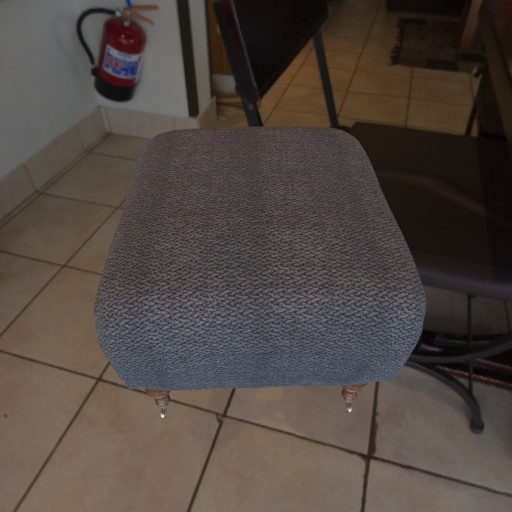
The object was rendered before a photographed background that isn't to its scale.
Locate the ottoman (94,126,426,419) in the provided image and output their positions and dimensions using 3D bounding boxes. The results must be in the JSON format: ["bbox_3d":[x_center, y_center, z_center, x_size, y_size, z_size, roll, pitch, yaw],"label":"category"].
[{"bbox_3d":[0.000,0.000,1.125,0.622,0.450,0.747,-1,41,-1],"label":"ottoman"}]
